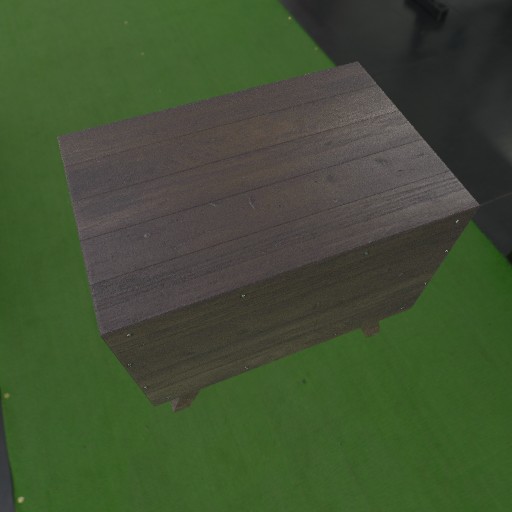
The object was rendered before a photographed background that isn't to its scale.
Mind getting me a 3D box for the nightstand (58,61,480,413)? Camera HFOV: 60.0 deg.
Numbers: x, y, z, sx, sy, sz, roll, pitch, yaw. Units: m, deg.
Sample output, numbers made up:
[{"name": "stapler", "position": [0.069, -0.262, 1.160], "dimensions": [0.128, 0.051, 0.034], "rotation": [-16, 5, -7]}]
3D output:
[{"name": "nightstand", "position": [0.000, 0.000, 1.057], "dimensions": [0.650, 0.599, 0.450], "rotation": [-18, 59, -11]}]
